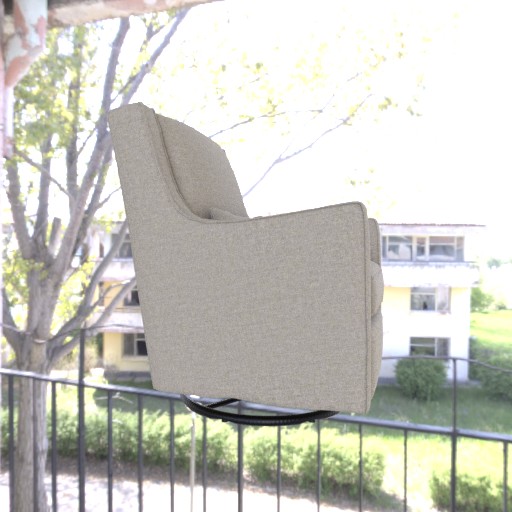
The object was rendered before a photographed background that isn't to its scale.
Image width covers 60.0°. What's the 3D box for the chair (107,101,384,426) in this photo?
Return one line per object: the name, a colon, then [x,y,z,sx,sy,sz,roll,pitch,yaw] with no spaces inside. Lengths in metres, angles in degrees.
chair: [0.000,0.000,1.601,0.879,0.993,0.732,0,1,18]
